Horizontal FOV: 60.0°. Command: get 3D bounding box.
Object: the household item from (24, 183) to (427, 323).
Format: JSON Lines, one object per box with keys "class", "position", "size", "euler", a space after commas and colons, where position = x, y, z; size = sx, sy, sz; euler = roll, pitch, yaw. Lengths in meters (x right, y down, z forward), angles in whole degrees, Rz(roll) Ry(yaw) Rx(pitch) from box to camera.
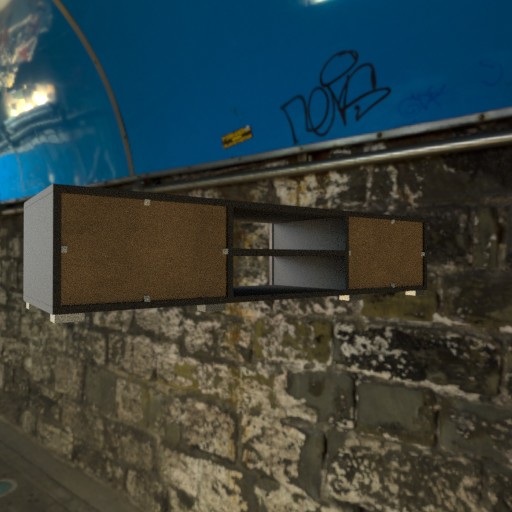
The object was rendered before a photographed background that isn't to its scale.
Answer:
{"class": "household item", "position": [0.000, 0.000, 1.553], "size": [1.400, 0.310, 0.420], "euler": [0, -1, -36]}
